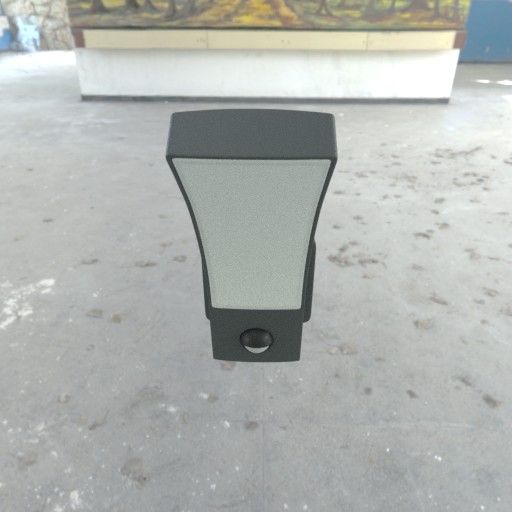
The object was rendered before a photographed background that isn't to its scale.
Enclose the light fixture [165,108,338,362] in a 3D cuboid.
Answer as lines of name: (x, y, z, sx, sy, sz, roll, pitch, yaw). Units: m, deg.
light fixture: (0.000, 0.000, 0.335, 0.108, 0.243, 0.174, 1, 30, 1)
